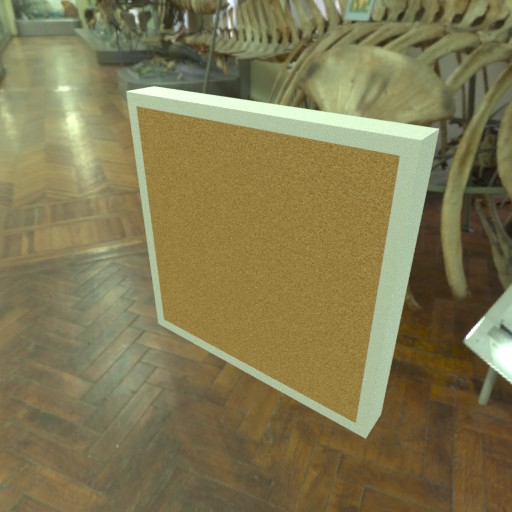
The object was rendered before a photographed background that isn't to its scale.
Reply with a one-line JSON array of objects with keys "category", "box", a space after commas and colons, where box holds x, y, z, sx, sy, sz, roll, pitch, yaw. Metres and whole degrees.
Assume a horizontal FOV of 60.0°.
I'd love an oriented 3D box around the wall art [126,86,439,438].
[{"category": "wall art", "box": [0.000, 0.000, 0.463, 0.305, 0.302, 0.038, 21, 36, 31]}]
